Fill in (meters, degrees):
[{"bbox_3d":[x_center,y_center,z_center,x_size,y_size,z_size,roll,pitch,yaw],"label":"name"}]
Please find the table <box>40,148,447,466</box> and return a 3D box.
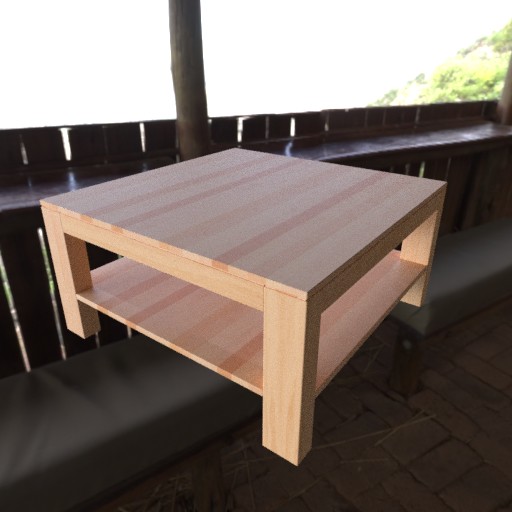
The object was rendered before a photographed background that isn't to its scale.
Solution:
[{"bbox_3d":[0.000,0.000,1.469,0.900,0.450,0.900,18,31,33],"label":"table"}]
